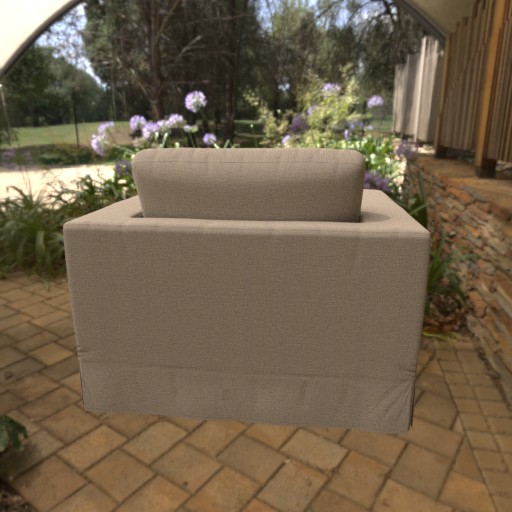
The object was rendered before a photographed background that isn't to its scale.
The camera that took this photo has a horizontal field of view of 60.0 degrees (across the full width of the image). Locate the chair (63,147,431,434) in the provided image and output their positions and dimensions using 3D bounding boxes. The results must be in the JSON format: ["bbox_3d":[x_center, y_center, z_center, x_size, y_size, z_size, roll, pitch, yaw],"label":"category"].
[{"bbox_3d":[0.000,0.000,1.805,1.150,0.878,0.957,2,16,6],"label":"chair"}]
